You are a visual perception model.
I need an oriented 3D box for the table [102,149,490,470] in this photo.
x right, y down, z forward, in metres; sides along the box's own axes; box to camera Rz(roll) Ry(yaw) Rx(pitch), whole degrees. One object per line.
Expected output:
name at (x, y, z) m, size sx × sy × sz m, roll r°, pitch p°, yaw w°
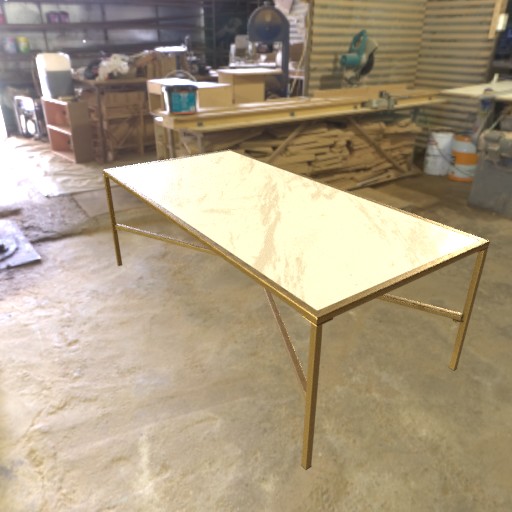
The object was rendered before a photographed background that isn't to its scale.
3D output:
table at (0.000, 0.000, 1.476) m, size 0.577 × 0.405 × 1.197 m, roll -18°, pitch 32°, yaw -31°
